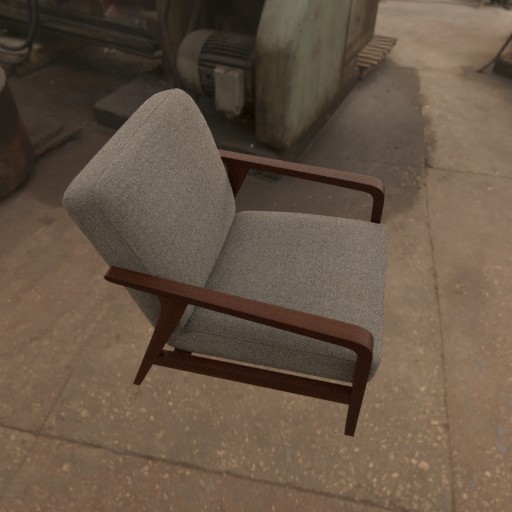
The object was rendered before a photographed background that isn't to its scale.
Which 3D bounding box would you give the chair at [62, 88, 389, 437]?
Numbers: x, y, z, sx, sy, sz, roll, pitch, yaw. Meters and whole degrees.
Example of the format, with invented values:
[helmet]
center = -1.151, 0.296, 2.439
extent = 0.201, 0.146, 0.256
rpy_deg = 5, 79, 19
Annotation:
[chair]
center = 0.000, 0.000, 1.462
extent = 0.858, 0.847, 0.704
rpy_deg = 10, 46, 10
